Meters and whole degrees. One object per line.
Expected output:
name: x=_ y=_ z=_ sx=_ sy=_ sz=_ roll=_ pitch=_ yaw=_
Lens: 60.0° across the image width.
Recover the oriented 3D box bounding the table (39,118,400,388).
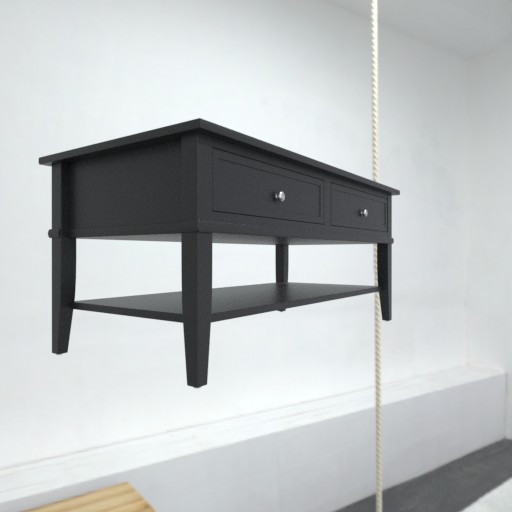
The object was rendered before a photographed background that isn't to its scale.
table: x=0.000 y=0.000 z=1.325 sx=0.523 sy=0.470 sz=1.044 roll=0 pitch=0 yaw=36
